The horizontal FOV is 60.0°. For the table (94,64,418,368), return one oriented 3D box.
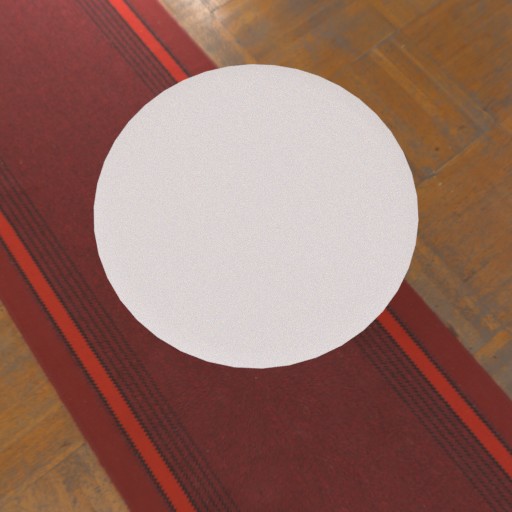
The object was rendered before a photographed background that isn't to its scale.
[{"bbox_3d":[0.000,0.000,1.017,0.513,0.653,0.513,0,75,0],"label":"table"}]
